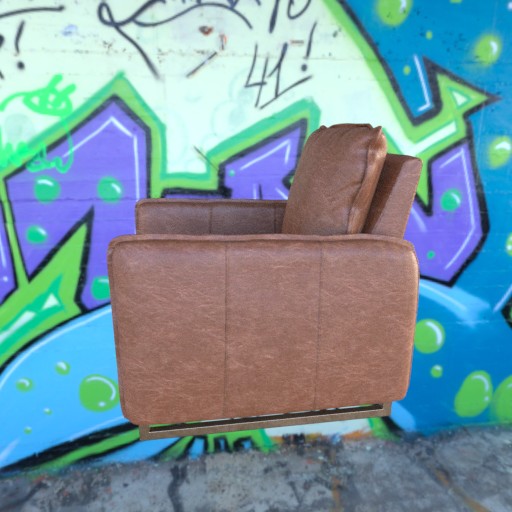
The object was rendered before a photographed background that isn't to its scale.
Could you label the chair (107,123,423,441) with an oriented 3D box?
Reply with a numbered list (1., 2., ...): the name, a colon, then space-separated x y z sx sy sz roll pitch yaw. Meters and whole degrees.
1. chair: 0.000 0.000 1.601 0.922 0.922 0.830 -2 16 -9
